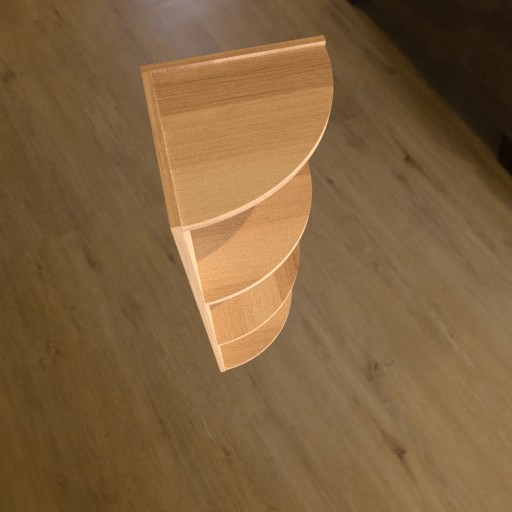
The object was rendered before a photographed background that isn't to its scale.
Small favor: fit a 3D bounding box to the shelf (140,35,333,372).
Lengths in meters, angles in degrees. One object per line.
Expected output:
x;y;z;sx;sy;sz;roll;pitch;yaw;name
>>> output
0.000;0.000;1.015;0.290;0.872;0.290;-13;65;-6;shelf
